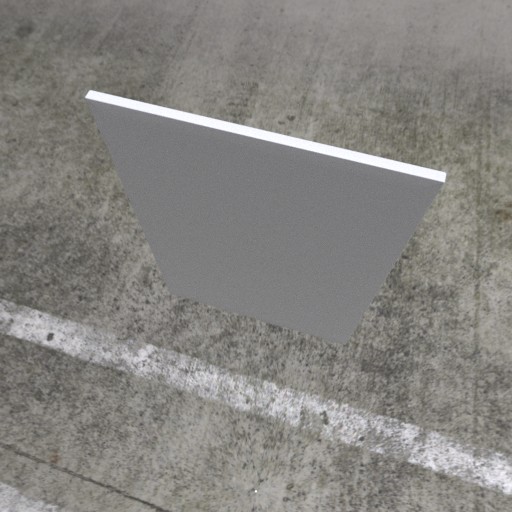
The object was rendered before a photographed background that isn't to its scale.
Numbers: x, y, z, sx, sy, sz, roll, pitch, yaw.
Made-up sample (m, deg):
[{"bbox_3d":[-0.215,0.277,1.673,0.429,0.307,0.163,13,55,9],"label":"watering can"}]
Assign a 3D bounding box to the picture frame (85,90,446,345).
[{"bbox_3d":[0.000,0.000,0.685,0.381,0.534,0.012,15,63,8],"label":"picture frame"}]
